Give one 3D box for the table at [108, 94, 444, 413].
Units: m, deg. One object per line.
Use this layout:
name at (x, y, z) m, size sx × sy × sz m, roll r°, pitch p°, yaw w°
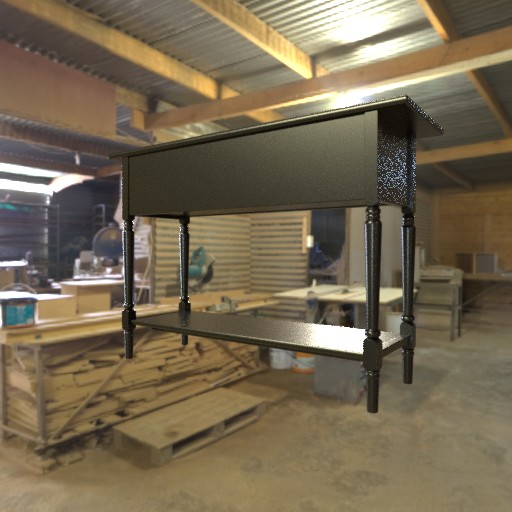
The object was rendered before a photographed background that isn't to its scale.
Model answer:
table at (0.000, 0.000, 1.601) m, size 1.191 × 0.819 × 0.386 m, roll 1°, pitch 1°, yaw 35°
